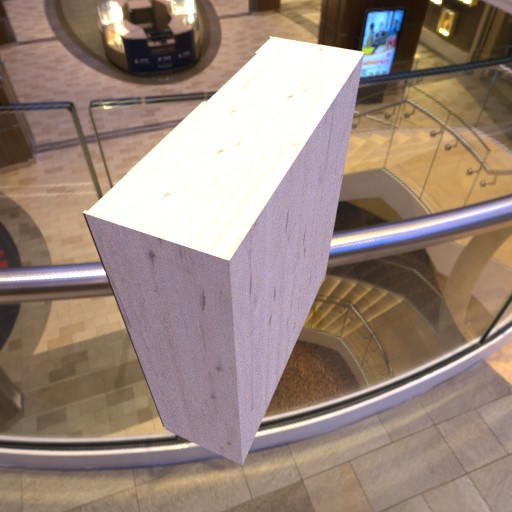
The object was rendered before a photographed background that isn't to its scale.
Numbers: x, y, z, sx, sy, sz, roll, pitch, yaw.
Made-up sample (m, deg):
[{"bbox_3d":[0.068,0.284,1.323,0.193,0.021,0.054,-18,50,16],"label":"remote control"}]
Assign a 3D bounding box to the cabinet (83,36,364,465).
[{"bbox_3d":[0.000,0.000,3.124,0.660,2.180,2.000,18,49,16],"label":"cabinet"}]
